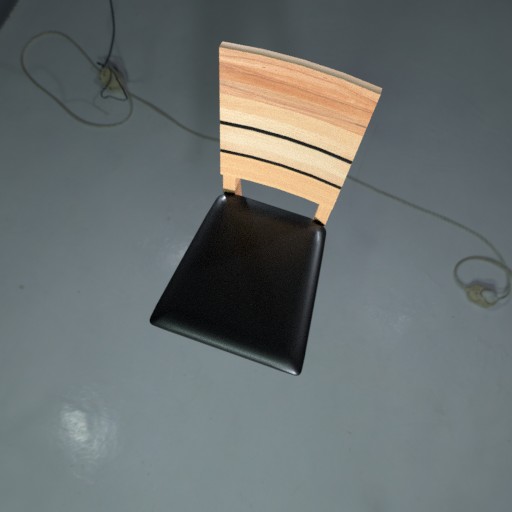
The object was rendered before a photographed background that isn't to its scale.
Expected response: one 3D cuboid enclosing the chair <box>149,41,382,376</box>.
[{"bbox_3d":[0.000,0.000,1.178,0.410,0.940,0.520,18,76,5],"label":"chair"}]
